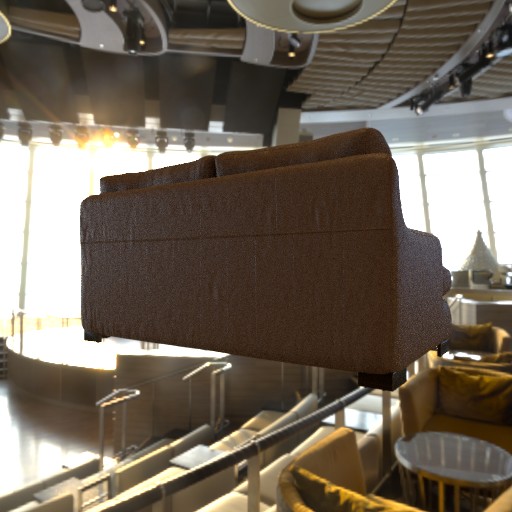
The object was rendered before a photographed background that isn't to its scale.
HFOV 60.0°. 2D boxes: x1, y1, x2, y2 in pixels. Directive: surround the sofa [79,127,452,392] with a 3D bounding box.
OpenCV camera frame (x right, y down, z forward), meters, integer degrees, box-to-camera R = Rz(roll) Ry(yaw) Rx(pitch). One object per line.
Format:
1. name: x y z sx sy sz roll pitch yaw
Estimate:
1. sofa: 0.000 0.000 2.419 1.855 0.980 0.962 -1 -1 35
